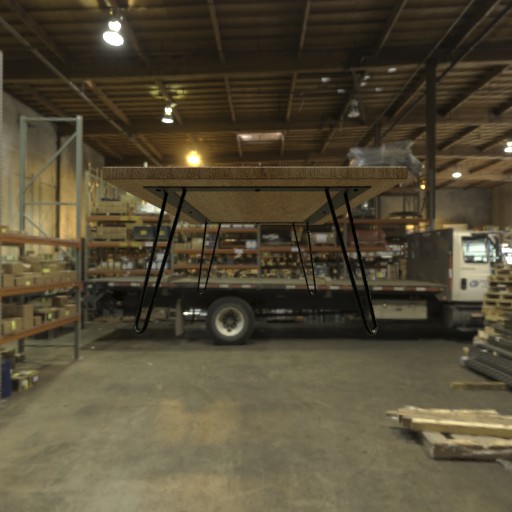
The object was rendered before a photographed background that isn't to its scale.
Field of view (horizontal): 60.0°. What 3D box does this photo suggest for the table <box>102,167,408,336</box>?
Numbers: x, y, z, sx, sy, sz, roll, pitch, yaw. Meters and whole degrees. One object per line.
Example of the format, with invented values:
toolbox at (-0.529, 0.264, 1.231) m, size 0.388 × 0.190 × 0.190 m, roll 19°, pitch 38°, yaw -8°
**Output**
table at (0.000, 0.000, 1.686) m, size 0.699 × 0.400 × 1.348 m, roll 0°, pitch 0°, yaw 0°
